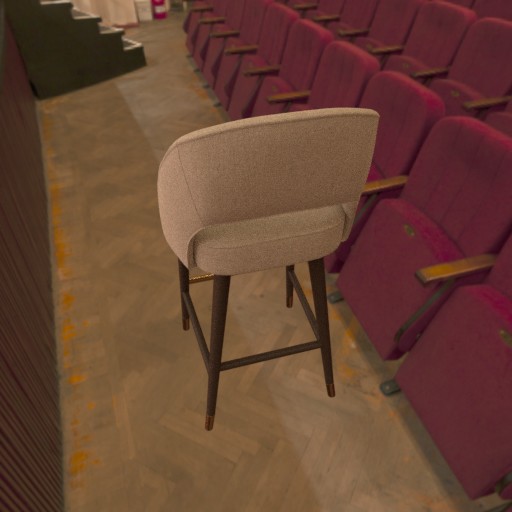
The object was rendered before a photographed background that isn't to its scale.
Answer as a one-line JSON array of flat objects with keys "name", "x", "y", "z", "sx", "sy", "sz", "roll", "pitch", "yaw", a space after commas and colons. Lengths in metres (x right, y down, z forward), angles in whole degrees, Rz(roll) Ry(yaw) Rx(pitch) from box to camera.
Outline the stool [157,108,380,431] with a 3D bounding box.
[{"name": "stool", "x": 0.000, "y": 0.000, "z": 1.274, "sx": 0.494, "sy": 1.037, "sz": 0.509, "roll": -11, "pitch": 41, "yaw": -12}]
